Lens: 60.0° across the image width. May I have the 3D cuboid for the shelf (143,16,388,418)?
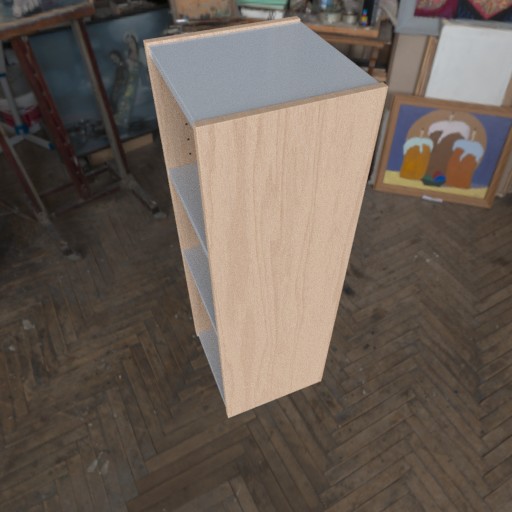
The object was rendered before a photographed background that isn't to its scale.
[{"bbox_3d":[0.000,0.000,1.026,0.290,0.900,0.300,-17,50,-15],"label":"shelf"}]
